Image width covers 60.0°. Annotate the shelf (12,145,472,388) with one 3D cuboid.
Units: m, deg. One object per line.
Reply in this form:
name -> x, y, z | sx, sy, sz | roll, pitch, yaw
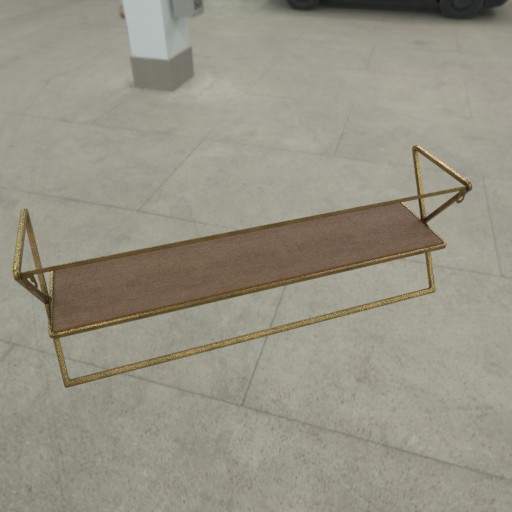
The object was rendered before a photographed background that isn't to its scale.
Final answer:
shelf -> 0.000, 0.000, 0.719 | 0.645, 0.229, 0.150 | -12, 41, -14
